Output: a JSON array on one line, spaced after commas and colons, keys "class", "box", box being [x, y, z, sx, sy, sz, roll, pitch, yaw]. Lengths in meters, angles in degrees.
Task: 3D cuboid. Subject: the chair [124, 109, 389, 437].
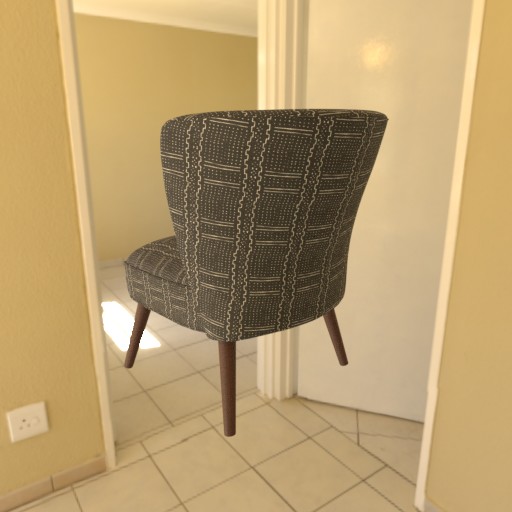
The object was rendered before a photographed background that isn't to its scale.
[{"class": "chair", "box": [0.000, 0.000, 1.408, 0.710, 0.866, 0.758, -15, 22, -42]}]
